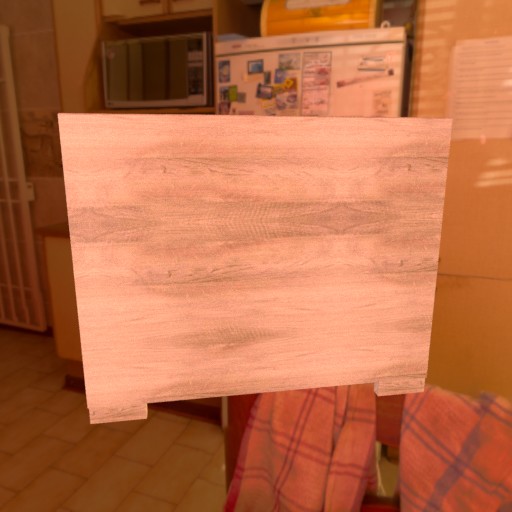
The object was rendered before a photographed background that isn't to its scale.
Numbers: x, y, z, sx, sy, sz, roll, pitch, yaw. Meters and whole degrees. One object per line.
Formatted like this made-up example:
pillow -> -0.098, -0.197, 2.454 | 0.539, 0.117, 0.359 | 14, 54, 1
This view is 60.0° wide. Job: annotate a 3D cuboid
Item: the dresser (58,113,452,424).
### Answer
dresser -> 0.000, 0.000, 1.390 | 0.994, 0.816, 0.404 | -2, 14, -9
